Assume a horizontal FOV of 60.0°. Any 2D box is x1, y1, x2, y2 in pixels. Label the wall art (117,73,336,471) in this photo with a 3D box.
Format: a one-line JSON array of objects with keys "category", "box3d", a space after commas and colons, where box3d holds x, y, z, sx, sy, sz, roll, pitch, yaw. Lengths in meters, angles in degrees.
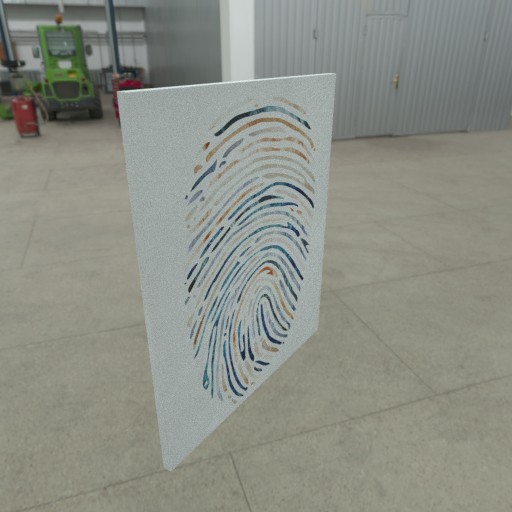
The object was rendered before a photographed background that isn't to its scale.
[{"category": "wall art", "box3d": [0.000, 0.000, 0.960, 0.021, 0.710, 0.609, 17, 30, 32]}]
